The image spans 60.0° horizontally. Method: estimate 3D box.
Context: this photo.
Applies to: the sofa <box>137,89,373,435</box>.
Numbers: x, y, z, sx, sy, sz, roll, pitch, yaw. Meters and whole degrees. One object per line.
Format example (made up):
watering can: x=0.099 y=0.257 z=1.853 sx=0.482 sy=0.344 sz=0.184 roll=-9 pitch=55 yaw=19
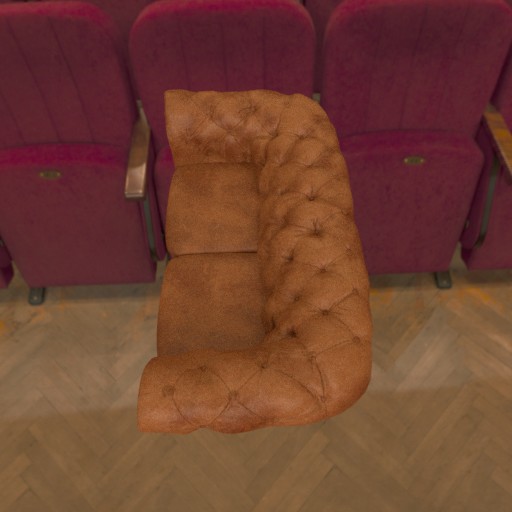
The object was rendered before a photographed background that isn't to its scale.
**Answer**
sofa: x=0.000 y=0.000 z=2.501 sx=1.042 sy=0.877 sz=1.979 roll=-2 pitch=59 yaw=-1
